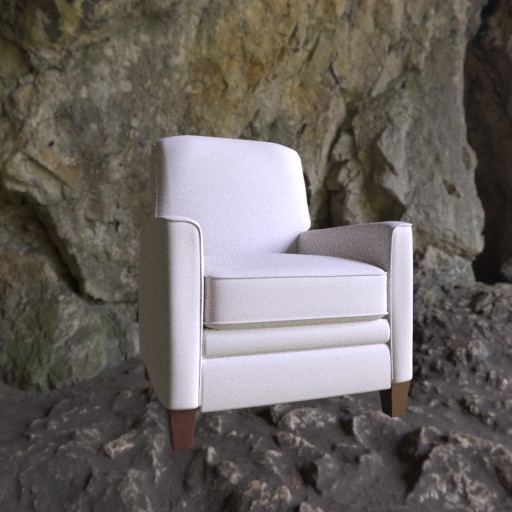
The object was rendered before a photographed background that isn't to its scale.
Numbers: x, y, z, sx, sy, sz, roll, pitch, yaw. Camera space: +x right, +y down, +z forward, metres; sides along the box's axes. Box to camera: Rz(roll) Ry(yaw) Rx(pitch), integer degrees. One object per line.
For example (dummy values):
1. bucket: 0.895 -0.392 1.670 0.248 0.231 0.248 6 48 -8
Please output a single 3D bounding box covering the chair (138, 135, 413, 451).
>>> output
1. chair: 0.000 0.000 1.654 0.841 1.028 0.858 0 1 -20
